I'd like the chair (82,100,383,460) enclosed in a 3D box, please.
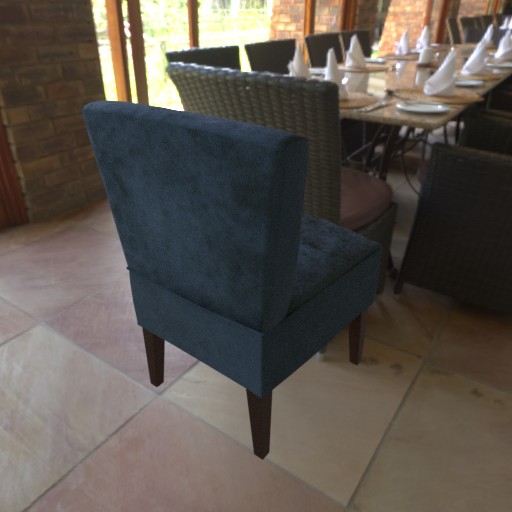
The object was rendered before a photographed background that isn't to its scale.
[{"bbox_3d":[0.000,0.000,1.161,0.521,0.806,0.551,21,35,33],"label":"chair"}]
